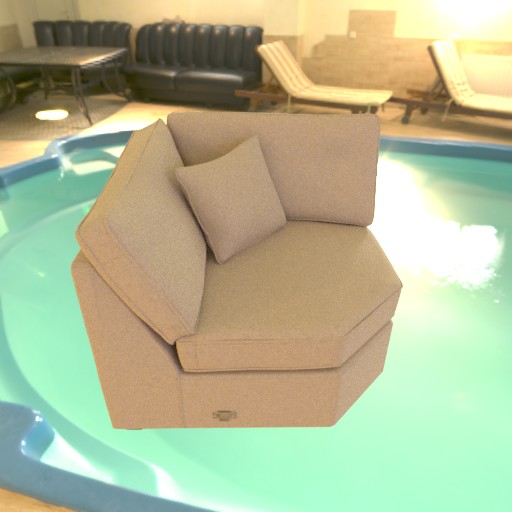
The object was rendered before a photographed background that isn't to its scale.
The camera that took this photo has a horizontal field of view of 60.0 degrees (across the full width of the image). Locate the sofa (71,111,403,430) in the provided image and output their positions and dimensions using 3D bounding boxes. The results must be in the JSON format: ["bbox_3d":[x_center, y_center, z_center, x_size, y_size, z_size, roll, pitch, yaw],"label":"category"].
[{"bbox_3d":[0.000,0.000,1.758,1.042,0.937,1.050,0,32,0],"label":"sofa"}]
